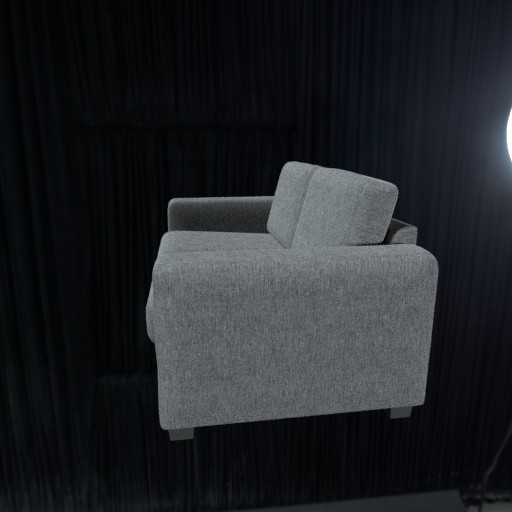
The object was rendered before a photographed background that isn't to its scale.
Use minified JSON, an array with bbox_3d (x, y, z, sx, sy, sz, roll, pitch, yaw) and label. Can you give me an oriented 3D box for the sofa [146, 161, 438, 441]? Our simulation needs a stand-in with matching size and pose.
[{"bbox_3d":[0.000,0.000,2.019,0.900,0.800,1.520,-2,15,-9],"label":"sofa"}]
